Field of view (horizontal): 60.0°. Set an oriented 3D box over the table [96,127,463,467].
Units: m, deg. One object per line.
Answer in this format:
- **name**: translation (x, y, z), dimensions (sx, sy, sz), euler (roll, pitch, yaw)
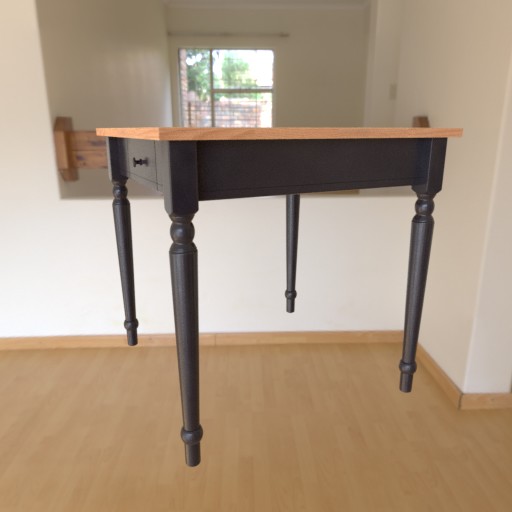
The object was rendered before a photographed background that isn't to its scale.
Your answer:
- **table**: translation (0.000, 0.000, 1.331), dimensions (0.747, 0.738, 0.747), euler (-8, 18, -26)
